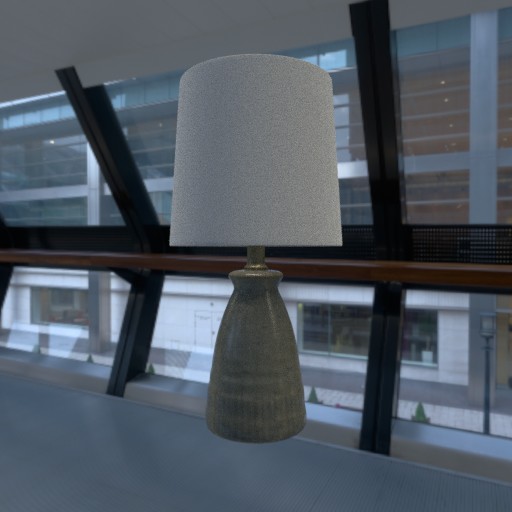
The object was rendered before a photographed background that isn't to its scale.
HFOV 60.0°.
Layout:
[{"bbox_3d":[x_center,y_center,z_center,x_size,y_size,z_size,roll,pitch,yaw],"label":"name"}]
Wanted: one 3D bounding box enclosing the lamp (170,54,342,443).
[{"bbox_3d":[0.000,0.000,0.487,0.186,0.369,0.186,0,1,0],"label":"lamp"}]
